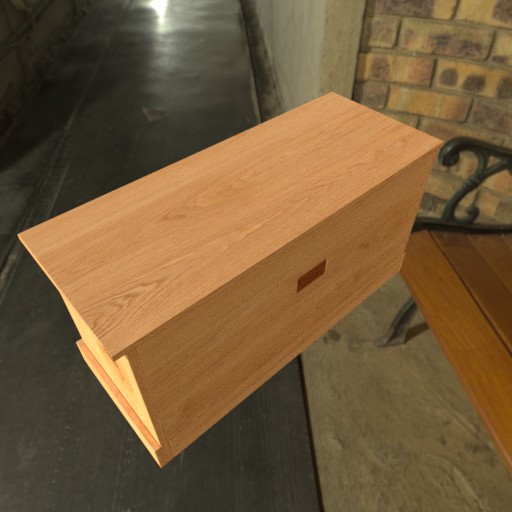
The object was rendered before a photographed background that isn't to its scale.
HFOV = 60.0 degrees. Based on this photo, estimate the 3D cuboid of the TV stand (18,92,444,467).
[{"bbox_3d":[0.000,0.000,1.347,1.080,0.550,0.440,-33,54,-28],"label":"TV stand"}]
